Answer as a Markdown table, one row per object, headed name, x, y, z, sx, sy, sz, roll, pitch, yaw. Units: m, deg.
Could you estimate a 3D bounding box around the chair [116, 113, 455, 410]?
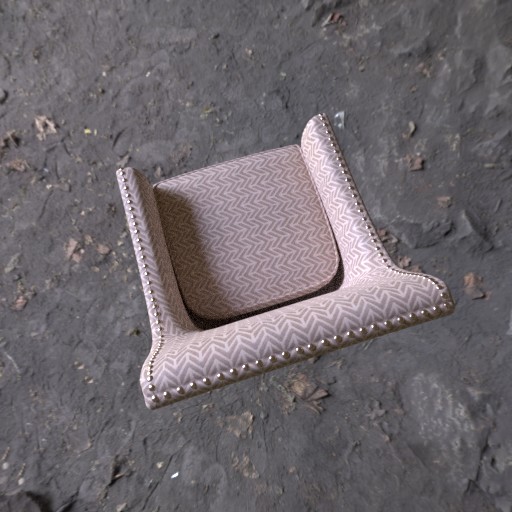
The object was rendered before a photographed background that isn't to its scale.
| name | x | y | z | sx | sy | sz | roll | pitch | yaw |
| --- | --- | --- | --- | --- | --- | --- | --- | --- | --- |
| chair | 0.000 | 0.000 | 1.273 | 0.623 | 0.816 | 0.651 | -17 | 75 | -5 |
